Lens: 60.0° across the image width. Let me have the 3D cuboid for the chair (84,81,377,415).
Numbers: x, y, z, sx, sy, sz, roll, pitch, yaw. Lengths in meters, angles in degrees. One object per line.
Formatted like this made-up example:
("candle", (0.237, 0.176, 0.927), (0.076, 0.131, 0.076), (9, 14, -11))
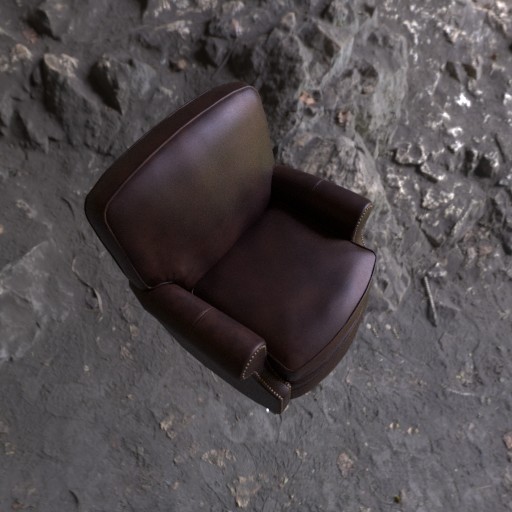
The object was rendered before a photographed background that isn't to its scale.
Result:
("chair", (0.000, 0.000, 1.825), (0.986, 1.018, 0.936), (32, 63, 19))
